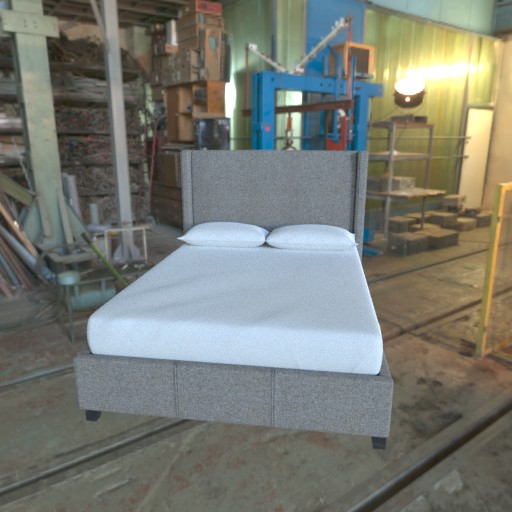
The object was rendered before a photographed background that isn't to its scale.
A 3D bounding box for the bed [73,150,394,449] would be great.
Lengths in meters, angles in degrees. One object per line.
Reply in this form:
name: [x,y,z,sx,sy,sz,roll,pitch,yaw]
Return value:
bed: [0.000,0.000,3.292,1.714,1.481,2.245,2,15,8]
